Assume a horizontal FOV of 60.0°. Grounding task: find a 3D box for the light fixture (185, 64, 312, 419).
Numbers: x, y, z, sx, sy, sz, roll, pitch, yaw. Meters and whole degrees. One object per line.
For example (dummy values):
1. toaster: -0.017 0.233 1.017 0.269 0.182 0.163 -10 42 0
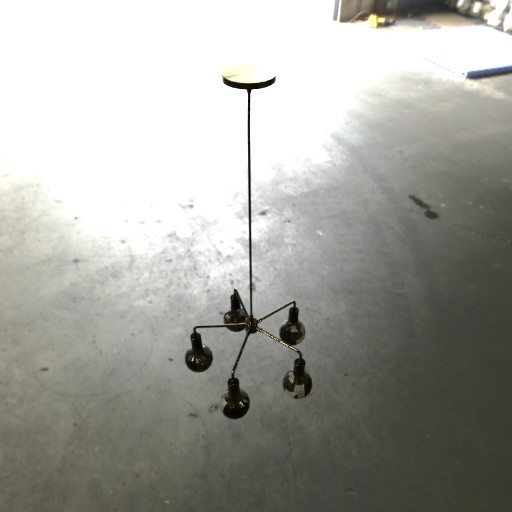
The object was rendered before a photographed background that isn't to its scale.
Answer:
1. light fixture: 0.000 0.000 1.219 0.421 0.988 0.438 -26 48 -27
